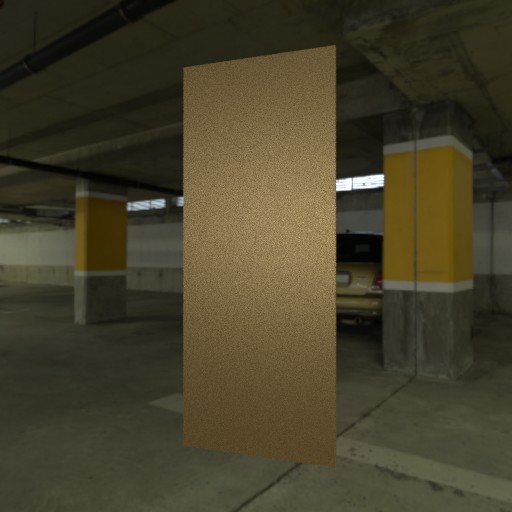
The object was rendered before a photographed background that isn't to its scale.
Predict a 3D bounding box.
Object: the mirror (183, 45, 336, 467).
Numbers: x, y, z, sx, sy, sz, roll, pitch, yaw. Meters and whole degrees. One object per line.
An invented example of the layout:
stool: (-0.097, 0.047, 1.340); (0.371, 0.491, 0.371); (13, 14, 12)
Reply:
mirror: (0.000, 0.000, 2.268); (0.812, 2.031, 0.025); (0, 0, 18)
